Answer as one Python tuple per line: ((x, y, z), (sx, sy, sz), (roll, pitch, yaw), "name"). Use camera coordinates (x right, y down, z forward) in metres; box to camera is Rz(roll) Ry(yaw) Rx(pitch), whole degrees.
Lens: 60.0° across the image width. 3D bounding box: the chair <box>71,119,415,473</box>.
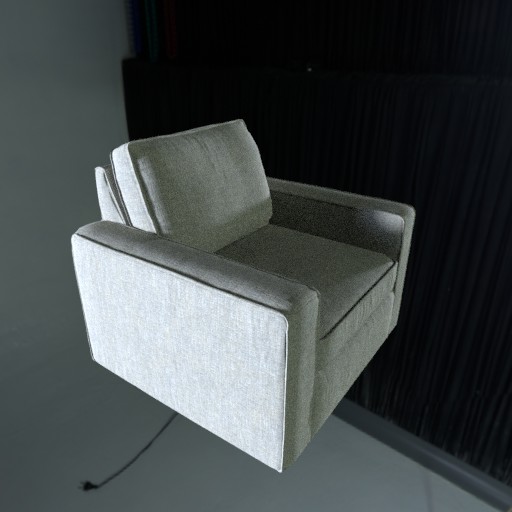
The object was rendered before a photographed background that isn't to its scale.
((0.000, 0.000, 1.730), (0.940, 0.914, 1.016), (17, 31, 31), "chair")
